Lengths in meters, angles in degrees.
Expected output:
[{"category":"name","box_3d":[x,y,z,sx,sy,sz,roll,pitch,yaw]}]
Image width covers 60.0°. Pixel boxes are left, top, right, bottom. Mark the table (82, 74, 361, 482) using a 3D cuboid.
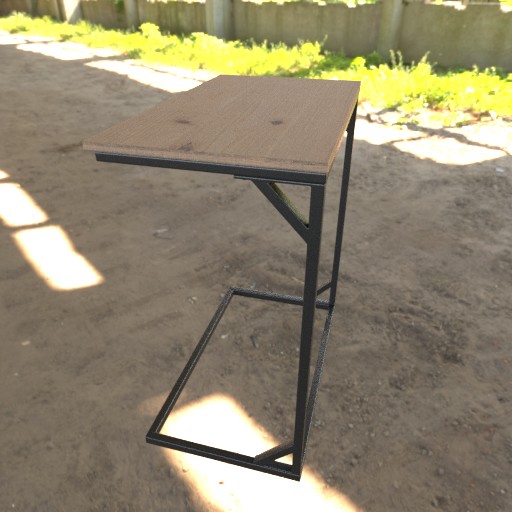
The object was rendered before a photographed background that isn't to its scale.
[{"category":"table","box_3d":[0.000,0.000,1.012,0.351,0.673,0.597,8,32,13]}]
